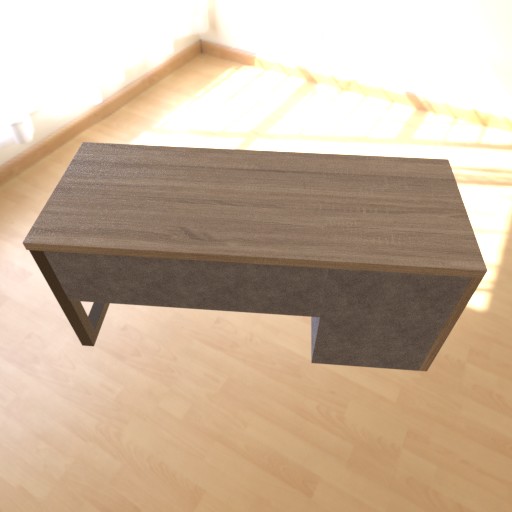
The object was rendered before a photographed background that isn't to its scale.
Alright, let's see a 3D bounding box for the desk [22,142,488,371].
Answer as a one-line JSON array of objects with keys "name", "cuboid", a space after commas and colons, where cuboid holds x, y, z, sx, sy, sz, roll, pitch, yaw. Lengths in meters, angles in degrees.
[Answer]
[{"name": "desk", "cuboid": [0.000, 0.000, 2.127, 1.700, 0.760, 0.690, 3, 48, 3]}]
